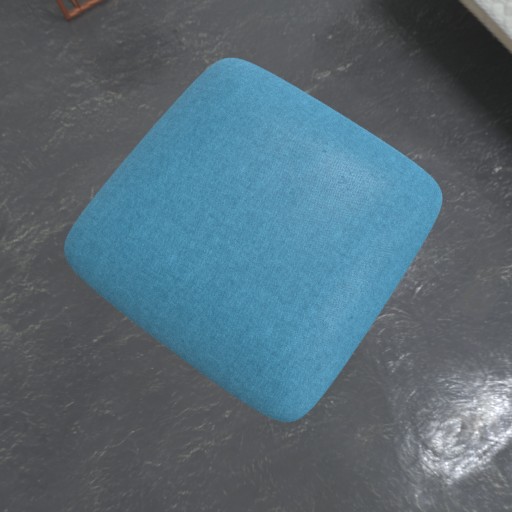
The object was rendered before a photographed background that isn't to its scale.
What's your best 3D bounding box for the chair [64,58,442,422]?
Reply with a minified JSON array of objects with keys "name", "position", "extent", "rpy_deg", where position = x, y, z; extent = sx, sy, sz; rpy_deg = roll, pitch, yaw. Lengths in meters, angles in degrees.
[{"name":"chair","position":[0.000,0.000,0.702],"extent":[0.360,0.450,0.360],"rpy_deg":[35,78,8]}]
